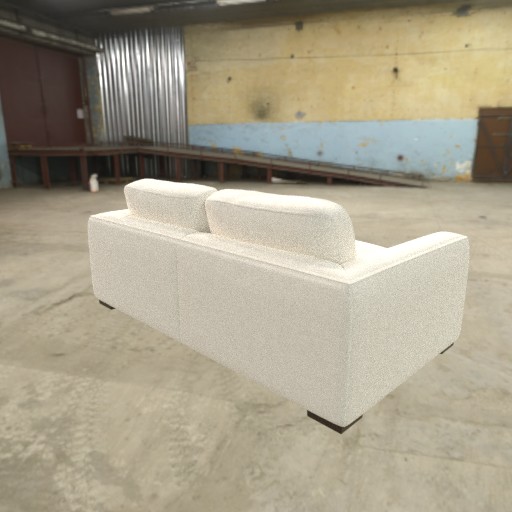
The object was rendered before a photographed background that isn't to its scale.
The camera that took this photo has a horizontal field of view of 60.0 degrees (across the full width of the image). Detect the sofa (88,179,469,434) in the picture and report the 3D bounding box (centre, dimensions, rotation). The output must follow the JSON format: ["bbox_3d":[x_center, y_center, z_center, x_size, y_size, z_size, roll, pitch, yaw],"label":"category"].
[{"bbox_3d":[0.000,0.000,2.454,1.920,0.801,1.069,14,20,43],"label":"sofa"}]
